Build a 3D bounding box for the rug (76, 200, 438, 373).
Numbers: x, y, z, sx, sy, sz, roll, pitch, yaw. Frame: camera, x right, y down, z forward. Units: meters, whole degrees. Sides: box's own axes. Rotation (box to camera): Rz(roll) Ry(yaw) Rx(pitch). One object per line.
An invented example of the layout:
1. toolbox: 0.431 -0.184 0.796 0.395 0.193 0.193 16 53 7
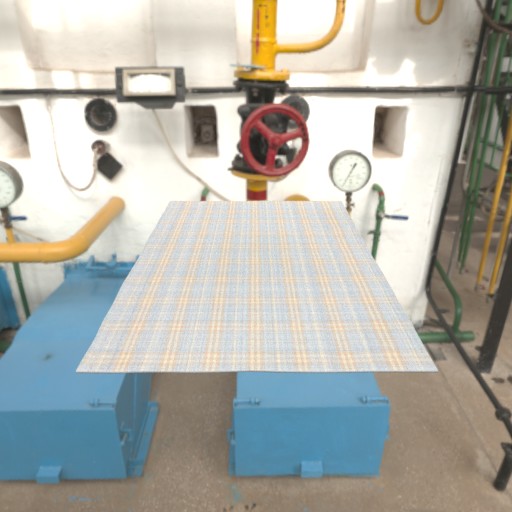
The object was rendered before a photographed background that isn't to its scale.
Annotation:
1. rug: 0.000 0.000 2.317 1.231 0.012 1.835 0 25 0
